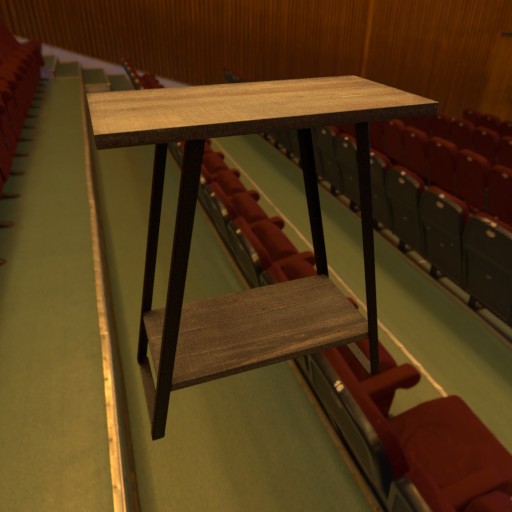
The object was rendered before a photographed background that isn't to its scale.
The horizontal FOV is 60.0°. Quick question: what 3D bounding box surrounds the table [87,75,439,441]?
[{"bbox_3d":[0.000,0.000,1.019,0.599,0.701,0.300,-11,33,-17],"label":"table"}]
